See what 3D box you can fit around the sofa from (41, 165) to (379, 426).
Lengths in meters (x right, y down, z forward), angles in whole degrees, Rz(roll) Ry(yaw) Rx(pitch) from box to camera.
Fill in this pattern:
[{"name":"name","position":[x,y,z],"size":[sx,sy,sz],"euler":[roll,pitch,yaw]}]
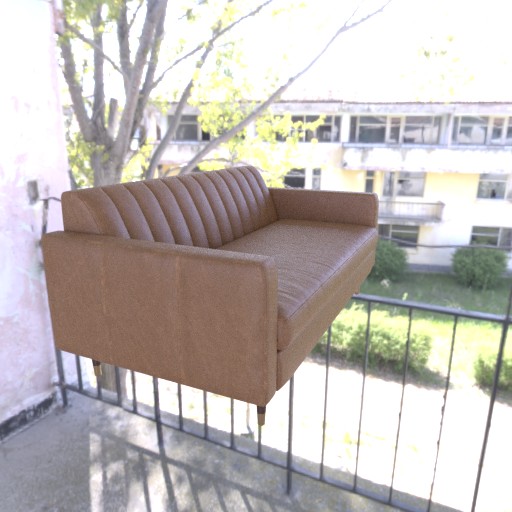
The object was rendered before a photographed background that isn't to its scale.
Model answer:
[{"name":"sofa","position":[0.000,0.000,2.351],"size":[0.993,0.821,1.847],"euler":[7,17,24]}]
